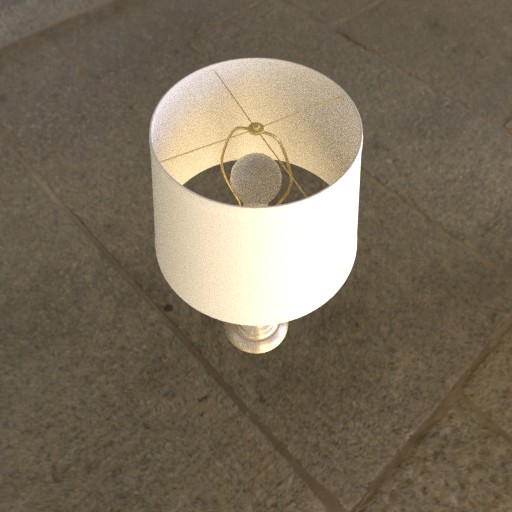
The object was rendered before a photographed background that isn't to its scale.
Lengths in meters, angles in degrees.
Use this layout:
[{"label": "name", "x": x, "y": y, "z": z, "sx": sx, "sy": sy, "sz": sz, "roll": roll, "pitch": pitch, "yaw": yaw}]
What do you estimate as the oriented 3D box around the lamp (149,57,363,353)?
[{"label": "lamp", "x": 0.000, "y": 0.000, "z": 0.791, "sx": 0.328, "sy": 0.612, "sz": 0.328, "roll": 0, "pitch": 59, "yaw": 0}]
